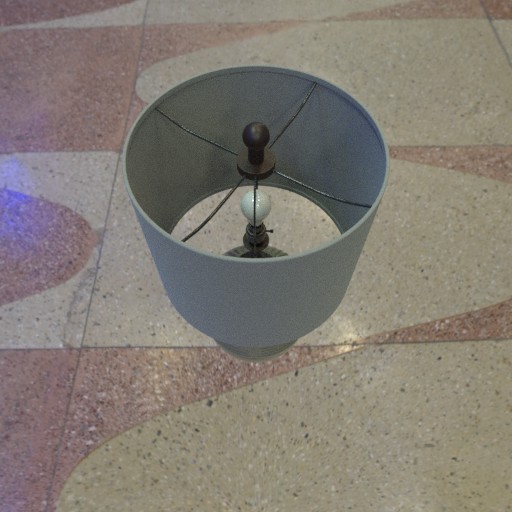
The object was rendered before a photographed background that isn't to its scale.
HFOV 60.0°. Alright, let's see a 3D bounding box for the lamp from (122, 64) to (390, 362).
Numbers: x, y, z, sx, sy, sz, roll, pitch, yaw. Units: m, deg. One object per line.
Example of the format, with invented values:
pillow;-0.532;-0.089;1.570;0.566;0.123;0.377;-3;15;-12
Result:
lamp;0.000;0.000;0.743;0.318;0.567;0.318;0;59;0
